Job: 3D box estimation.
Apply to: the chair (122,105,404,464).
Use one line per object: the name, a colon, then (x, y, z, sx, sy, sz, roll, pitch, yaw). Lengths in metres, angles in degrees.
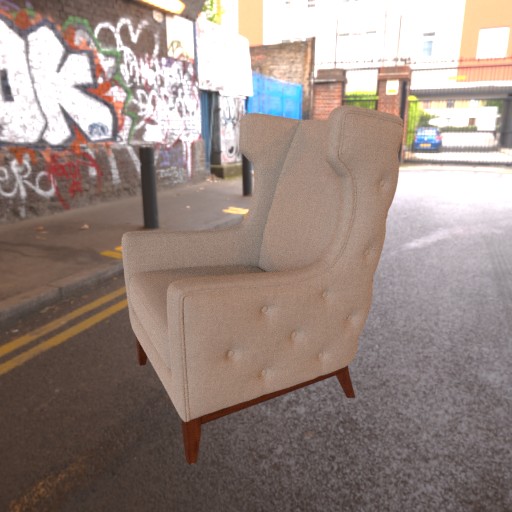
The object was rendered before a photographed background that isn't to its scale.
chair: (0.000, 0.000, 1.710, 0.899, 1.079, 0.778, -8, 18, -26)
